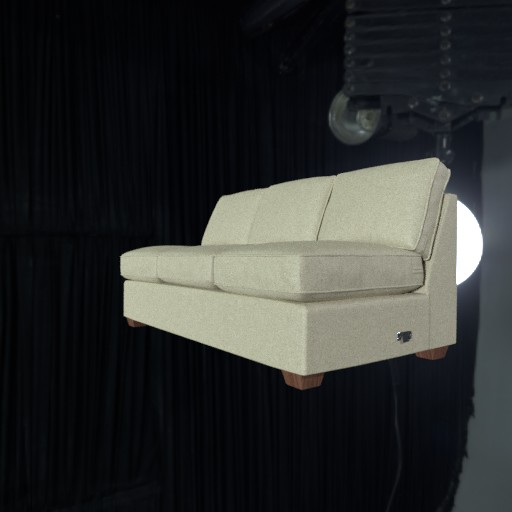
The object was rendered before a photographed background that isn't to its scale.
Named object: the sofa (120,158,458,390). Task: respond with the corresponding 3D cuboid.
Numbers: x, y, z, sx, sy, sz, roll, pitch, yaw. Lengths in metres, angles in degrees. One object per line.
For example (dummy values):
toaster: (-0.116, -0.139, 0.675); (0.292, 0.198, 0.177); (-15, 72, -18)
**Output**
sofa: (0.000, 0.000, 2.631); (1.027, 0.973, 1.962); (0, 0, -35)
